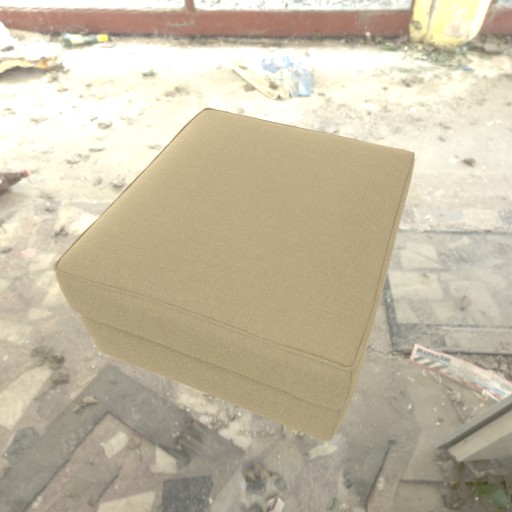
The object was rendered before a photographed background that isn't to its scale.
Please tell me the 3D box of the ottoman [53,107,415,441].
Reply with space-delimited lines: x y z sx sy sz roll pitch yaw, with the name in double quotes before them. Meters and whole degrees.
"ottoman" 0.000 0.000 1.158 0.662 0.505 0.716 17 49 15
